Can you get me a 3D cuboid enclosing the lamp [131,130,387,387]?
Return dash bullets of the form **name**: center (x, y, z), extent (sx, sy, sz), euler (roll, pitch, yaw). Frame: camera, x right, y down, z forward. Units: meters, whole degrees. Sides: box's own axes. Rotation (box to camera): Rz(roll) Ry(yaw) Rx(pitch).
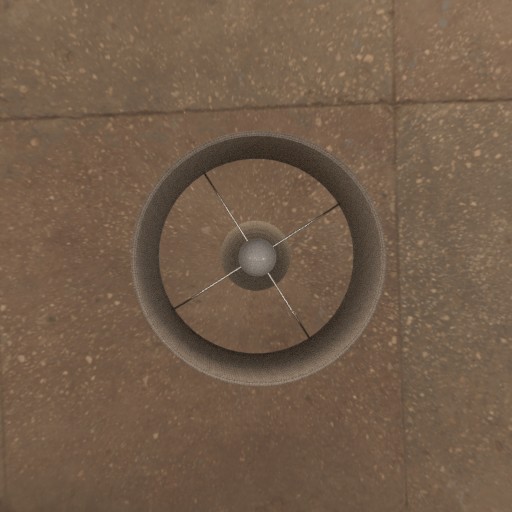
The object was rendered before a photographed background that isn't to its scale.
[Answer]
- **lamp**: center (0.000, 0.000, 0.856), extent (0.367, 0.609, 0.367), euler (0, 91, -1)
